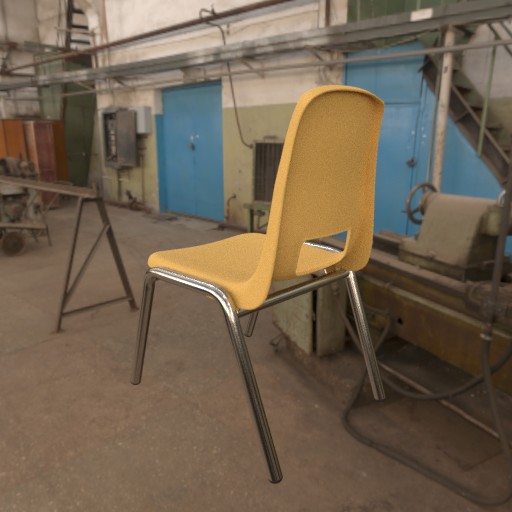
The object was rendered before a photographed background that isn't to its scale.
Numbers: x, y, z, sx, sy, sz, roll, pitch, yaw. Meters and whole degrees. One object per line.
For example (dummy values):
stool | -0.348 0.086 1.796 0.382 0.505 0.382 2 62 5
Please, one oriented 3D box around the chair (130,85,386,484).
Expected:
chair | 0.000 0.000 0.850 0.354 0.586 0.423 -15 21 -42
